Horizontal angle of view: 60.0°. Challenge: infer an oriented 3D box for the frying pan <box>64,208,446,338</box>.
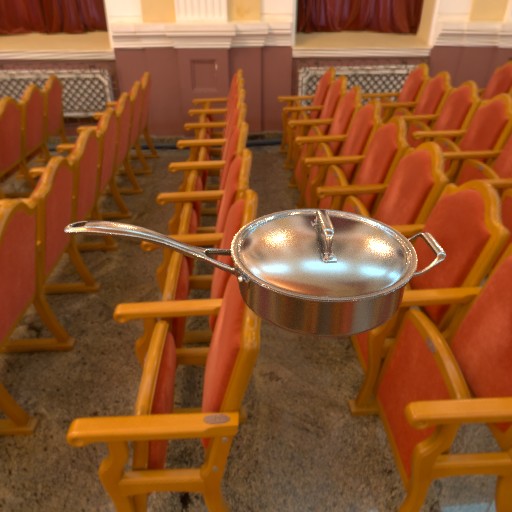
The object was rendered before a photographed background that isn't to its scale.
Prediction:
[{"bbox_3d":[0.000,0.000,0.599,0.492,0.111,0.245,-1,30,-2],"label":"frying pan"}]
